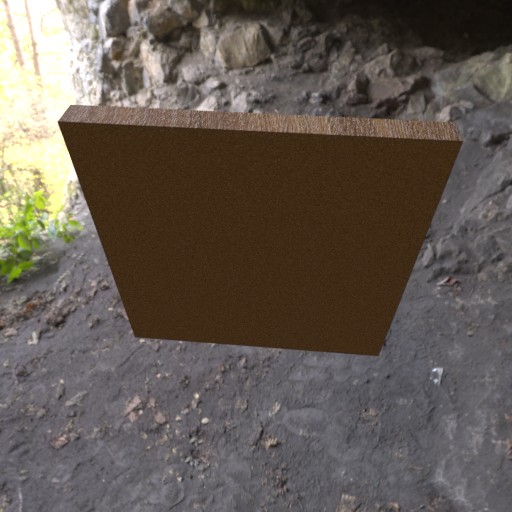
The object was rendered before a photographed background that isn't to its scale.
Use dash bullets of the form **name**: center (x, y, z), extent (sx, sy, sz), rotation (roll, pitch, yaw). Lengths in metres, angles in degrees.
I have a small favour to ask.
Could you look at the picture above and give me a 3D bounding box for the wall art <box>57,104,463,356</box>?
- **wall art**: center (0.000, 0.000, 0.600), extent (0.406, 0.403, 0.039), rotation (4, 47, 3)
